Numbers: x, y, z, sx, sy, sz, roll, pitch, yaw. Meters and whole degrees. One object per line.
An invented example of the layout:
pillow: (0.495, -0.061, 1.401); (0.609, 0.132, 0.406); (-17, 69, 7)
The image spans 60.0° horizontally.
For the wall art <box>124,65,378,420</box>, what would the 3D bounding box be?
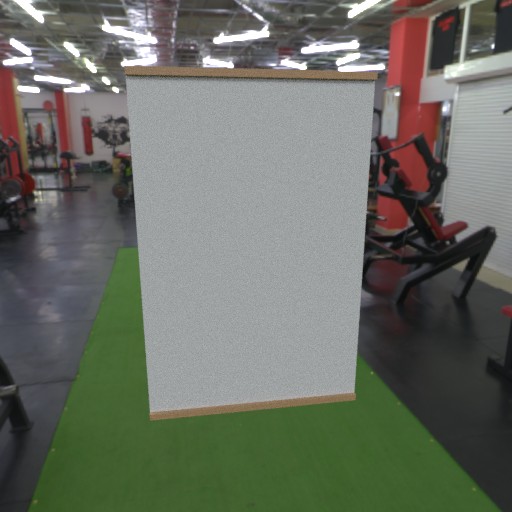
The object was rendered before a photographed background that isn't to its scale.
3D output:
wall art: (0.000, 0.000, 0.652); (0.335, 0.510, 0.013); (-3, 16, -9)
